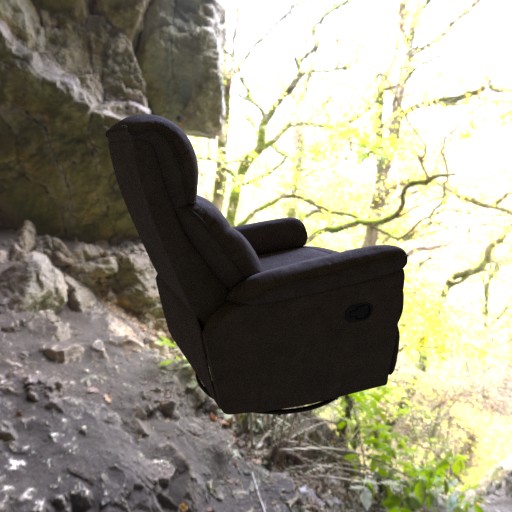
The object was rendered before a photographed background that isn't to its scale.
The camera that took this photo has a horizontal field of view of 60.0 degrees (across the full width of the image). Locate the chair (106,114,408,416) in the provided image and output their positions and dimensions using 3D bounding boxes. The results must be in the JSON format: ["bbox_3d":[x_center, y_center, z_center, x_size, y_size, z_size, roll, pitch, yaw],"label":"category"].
[{"bbox_3d":[0.000,0.000,1.748,1.009,1.036,0.830,-6,15,-24],"label":"chair"}]
